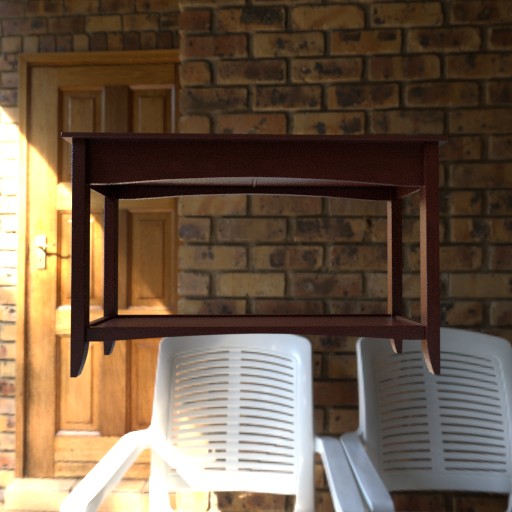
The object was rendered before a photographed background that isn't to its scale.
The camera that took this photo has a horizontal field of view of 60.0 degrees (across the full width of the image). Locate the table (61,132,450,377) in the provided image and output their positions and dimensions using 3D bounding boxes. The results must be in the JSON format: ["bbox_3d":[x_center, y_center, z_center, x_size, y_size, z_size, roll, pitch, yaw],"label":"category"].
[{"bbox_3d":[0.000,0.000,1.541,1.188,0.739,0.392,0,-1,-2],"label":"table"}]
